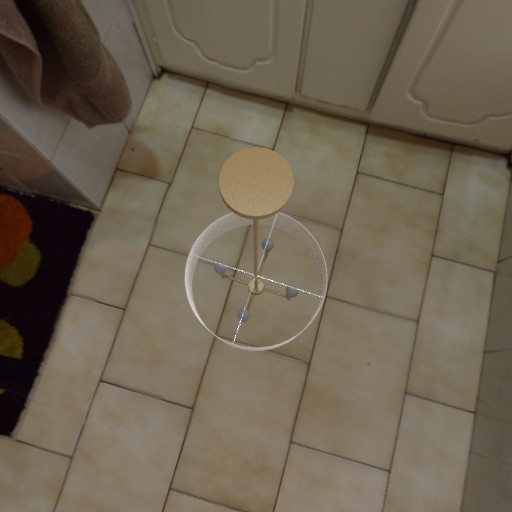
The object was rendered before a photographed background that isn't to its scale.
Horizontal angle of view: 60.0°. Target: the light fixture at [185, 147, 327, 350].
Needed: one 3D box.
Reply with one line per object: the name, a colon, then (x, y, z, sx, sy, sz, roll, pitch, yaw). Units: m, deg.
light fixture: (0.000, 0.000, 1.314, 0.508, 1.067, 0.508, 0, 75, 0)
